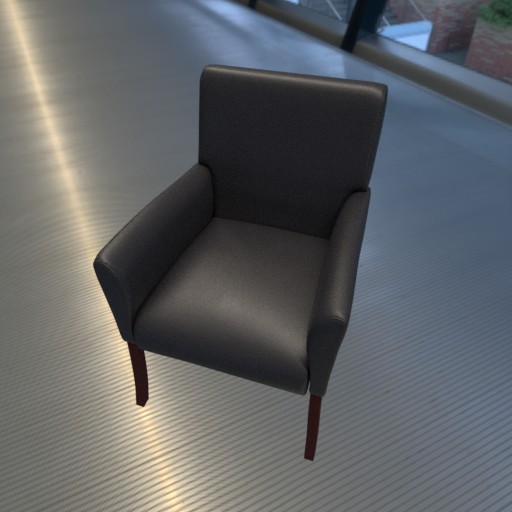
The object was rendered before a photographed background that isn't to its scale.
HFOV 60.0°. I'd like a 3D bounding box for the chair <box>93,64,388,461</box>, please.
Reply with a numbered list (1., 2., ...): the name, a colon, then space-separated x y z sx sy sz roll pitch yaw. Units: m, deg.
1. chair: 0.000 0.000 1.476 0.683 0.951 0.772 12 43 14
